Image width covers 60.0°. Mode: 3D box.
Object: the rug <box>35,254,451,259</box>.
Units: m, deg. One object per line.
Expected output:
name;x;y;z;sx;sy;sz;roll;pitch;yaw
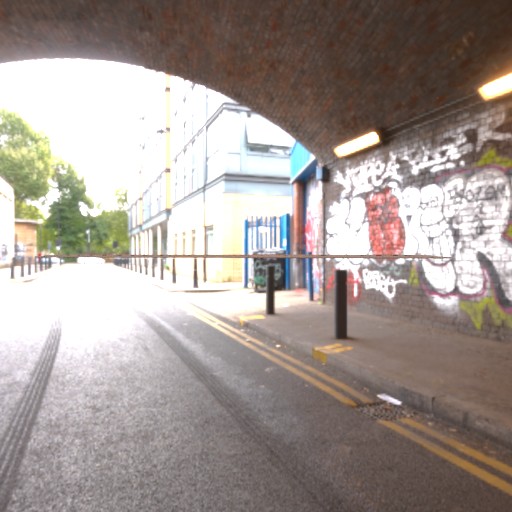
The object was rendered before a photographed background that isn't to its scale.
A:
rug;0.000;0.000;2.400;1.847;0.014;1.230;0;0;19
